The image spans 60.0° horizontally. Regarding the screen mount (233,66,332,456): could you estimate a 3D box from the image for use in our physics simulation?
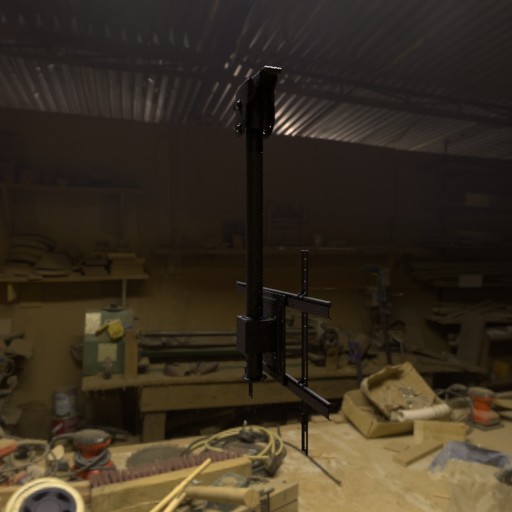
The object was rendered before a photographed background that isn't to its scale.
[{"bbox_3d":[0.000,0.000,1.029,0.090,0.775,0.595,0,0,-18],"label":"screen mount"}]
